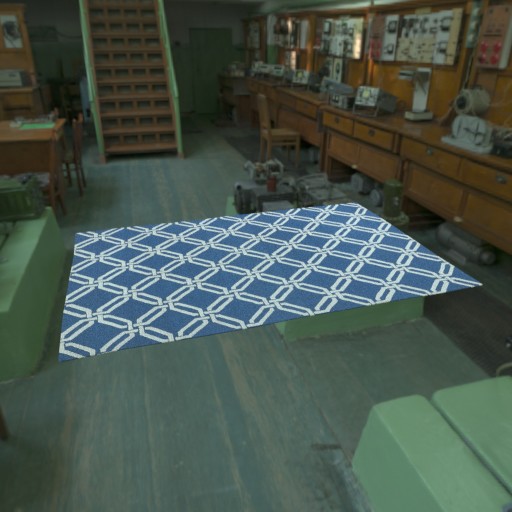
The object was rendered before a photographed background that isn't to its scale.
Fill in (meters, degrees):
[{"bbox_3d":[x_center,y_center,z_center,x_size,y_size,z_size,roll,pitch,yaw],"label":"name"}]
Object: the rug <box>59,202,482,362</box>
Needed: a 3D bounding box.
[{"bbox_3d":[0.000,0.000,2.206,1.755,0.010,1.153,-8,27,-16],"label":"rug"}]
